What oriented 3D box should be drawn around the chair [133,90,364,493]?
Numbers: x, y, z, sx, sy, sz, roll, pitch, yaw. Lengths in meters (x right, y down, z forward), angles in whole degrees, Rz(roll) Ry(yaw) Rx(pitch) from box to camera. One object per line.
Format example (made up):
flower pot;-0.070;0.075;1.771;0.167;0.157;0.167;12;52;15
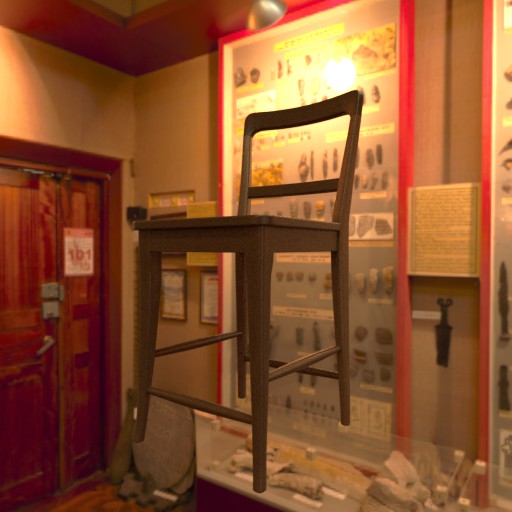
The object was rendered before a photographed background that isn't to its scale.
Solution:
chair;0.000;0.000;1.262;0.450;0.991;0.546;1;1;37
